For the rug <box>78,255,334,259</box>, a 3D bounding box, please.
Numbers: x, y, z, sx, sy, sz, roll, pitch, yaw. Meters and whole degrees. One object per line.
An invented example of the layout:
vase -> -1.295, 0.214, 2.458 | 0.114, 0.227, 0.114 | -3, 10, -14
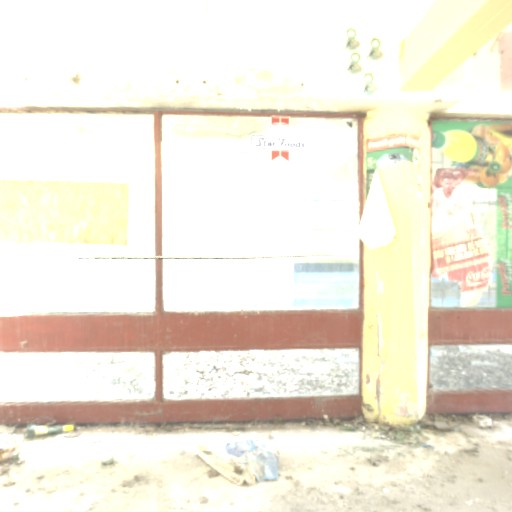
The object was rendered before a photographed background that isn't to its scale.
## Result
rug -> 0.000, 0.000, 2.600 | 0.620, 0.008, 2.372 | 0, 0, 17
